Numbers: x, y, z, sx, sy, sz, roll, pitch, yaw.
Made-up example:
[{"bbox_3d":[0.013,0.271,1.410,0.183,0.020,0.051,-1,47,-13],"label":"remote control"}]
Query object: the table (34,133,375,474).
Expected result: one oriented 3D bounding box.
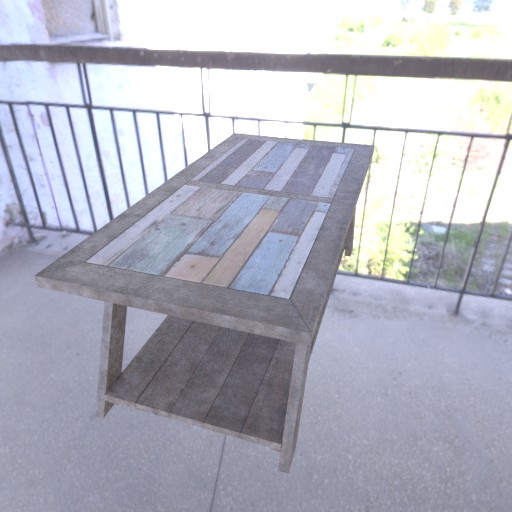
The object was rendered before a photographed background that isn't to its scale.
[{"bbox_3d":[0.000,0.000,1.494,0.610,0.470,1.219,9,32,16],"label":"table"}]
